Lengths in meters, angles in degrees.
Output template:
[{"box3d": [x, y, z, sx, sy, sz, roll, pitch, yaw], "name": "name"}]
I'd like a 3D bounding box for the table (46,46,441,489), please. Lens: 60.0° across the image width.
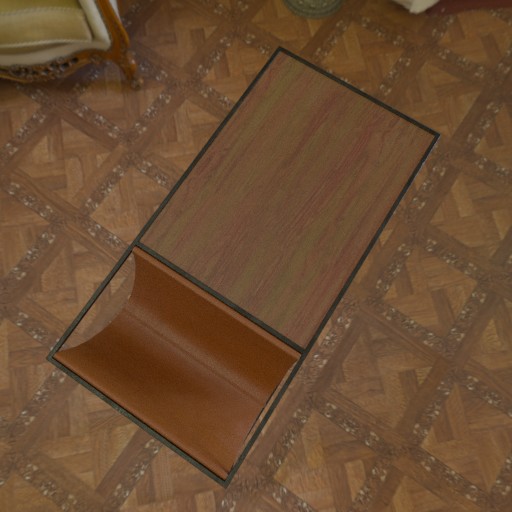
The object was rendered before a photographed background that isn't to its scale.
[{"box3d": [0.000, 0.000, 1.488, 0.597, 0.403, 1.199, 32, 78, 8], "name": "table"}]
